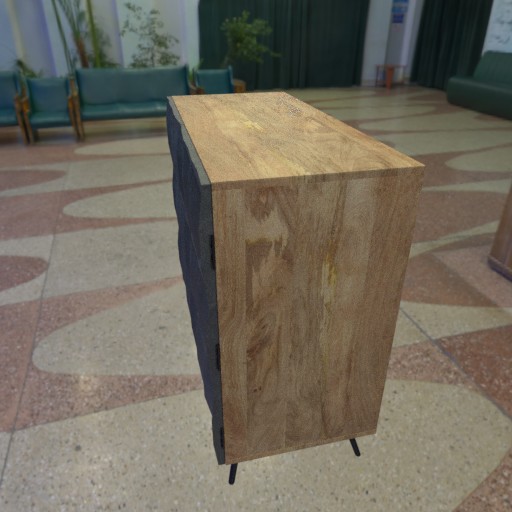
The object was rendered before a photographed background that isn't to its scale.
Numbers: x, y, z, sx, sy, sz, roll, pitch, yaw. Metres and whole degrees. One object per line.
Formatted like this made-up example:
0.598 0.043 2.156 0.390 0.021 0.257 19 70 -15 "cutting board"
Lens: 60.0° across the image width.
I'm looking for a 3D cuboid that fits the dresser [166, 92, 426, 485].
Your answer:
0.000 0.000 1.422 0.446 0.847 0.967 -7 29 -12 "dresser"
